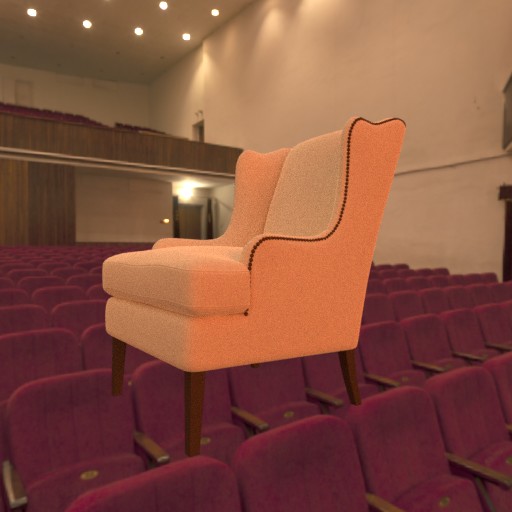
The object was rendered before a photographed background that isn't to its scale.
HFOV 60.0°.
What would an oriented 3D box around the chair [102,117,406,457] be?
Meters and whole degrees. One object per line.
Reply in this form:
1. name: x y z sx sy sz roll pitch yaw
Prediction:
1. chair: 0.000 0.000 1.651 0.940 1.029 0.737 -1 1 -36
